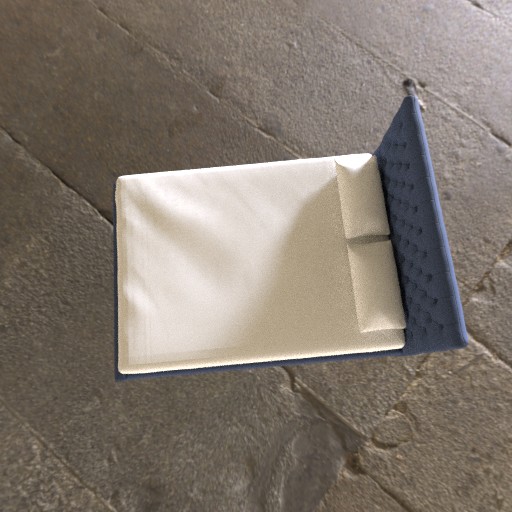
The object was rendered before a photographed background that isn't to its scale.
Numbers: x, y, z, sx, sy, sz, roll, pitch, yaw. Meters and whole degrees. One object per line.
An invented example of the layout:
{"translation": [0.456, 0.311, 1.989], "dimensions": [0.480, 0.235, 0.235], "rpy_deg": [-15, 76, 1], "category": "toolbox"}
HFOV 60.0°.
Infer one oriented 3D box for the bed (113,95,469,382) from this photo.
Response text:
{"translation": [0.000, 0.000, 3.437], "dimensions": [2.387, 1.427, 1.706], "rpy_deg": [-5, 75, -1], "category": "bed"}
